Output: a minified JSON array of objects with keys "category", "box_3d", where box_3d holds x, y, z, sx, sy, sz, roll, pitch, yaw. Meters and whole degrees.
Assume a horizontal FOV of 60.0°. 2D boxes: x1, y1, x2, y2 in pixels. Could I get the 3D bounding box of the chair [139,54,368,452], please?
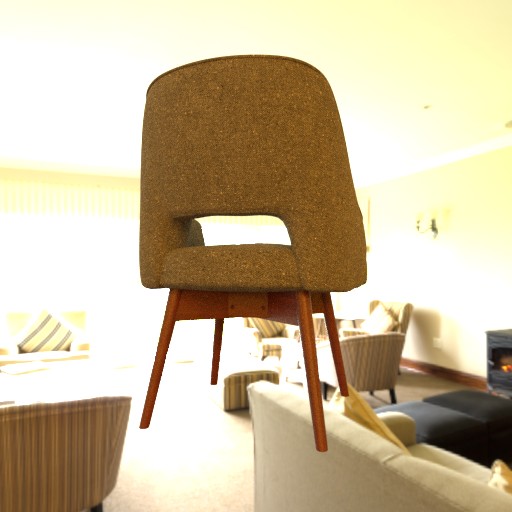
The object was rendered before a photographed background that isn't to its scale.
[{"category":"chair","box_3d":[0.000,0.000,1.272,0.608,0.875,0.629,-1,-2,18]}]
